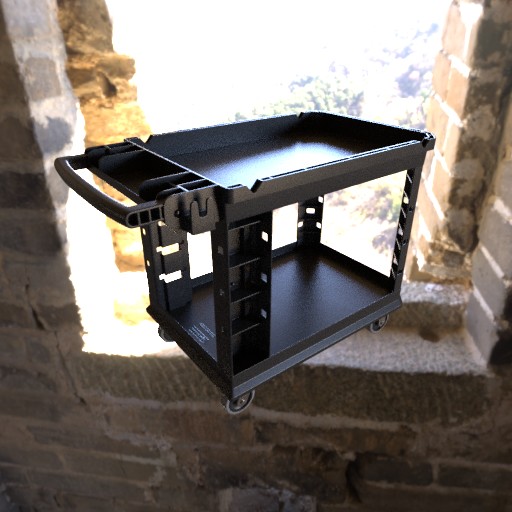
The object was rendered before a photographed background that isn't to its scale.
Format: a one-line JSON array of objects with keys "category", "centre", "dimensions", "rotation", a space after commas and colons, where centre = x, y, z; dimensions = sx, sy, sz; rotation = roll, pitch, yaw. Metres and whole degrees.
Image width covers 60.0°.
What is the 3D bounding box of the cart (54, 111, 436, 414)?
[{"category": "cart", "centre": [0.000, 0.000, 1.734], "dimensions": [1.239, 0.884, 0.674], "rotation": [-20, 34, -32]}]
